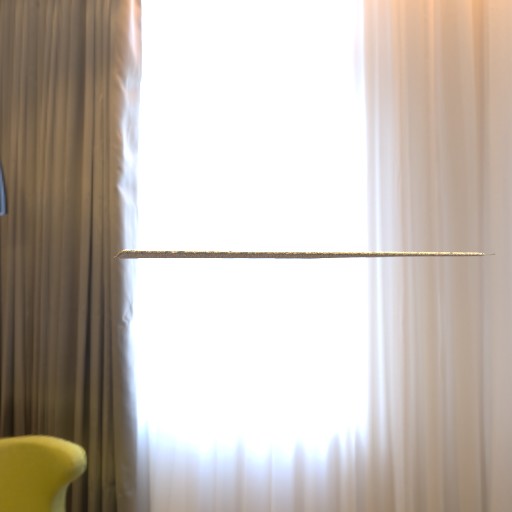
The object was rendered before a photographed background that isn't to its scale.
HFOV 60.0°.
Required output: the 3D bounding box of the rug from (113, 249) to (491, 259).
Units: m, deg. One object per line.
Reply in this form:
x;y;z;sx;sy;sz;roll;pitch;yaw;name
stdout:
0.000;0.000;4.795;2.892;0.036;3.585;0;-1;-19;rug
